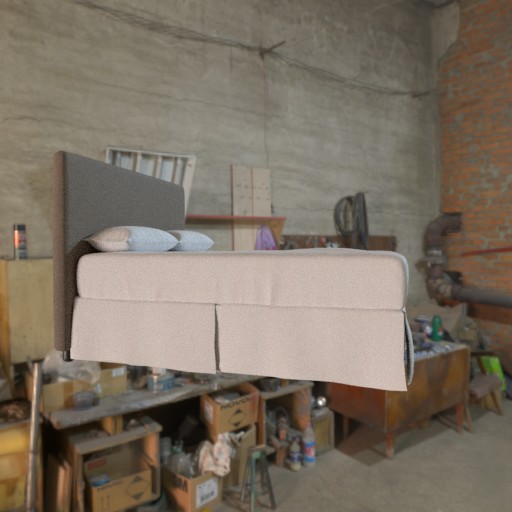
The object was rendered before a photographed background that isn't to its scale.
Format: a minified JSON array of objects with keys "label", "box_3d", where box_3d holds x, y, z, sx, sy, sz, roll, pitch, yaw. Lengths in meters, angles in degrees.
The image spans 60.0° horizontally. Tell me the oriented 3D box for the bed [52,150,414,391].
[{"label":"bed","box_3d":[0.000,0.000,3.236,2.142,1.330,1.723,0,1,17]}]
